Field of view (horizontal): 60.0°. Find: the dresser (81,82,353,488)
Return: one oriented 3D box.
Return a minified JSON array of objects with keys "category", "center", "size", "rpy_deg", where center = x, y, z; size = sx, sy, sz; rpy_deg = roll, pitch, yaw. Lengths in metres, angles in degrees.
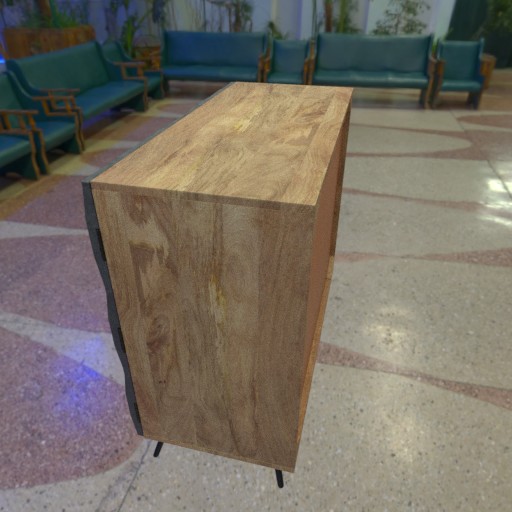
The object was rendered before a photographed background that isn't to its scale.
[{"category":"dresser","center":[0.000,0.000,1.397],"size":[0.446,0.847,0.967],"rpy_deg":[8,33,12]}]
